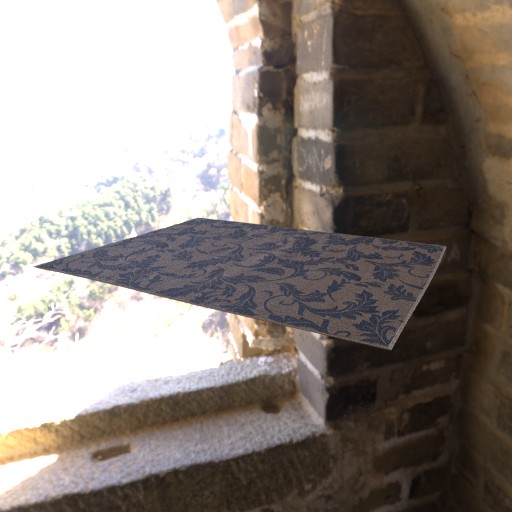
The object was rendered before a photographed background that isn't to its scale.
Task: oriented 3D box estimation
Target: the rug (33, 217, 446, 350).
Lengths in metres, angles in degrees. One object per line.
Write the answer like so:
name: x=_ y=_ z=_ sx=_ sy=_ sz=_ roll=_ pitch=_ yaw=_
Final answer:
rug: x=0.000 y=0.000 z=4.020 sx=2.977 sy=0.008 sz=2.380 roll=9 pitch=19 yaw=27
